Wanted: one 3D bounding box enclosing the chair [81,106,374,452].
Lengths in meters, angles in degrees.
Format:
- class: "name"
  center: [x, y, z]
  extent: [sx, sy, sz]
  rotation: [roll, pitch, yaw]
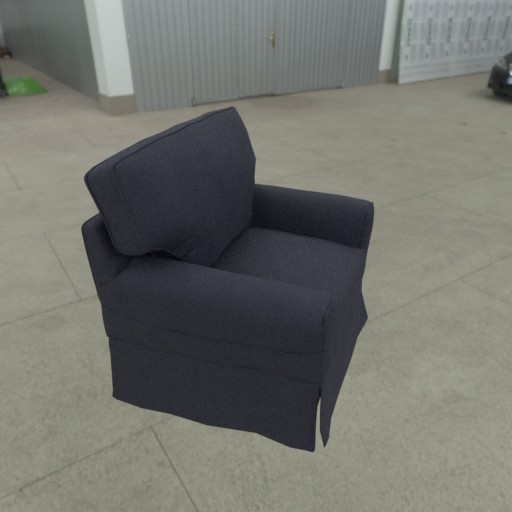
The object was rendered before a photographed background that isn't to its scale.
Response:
- class: "chair"
  center: [0.000, 0.000, 2.027]
  extent: [1.002, 1.140, 1.119]
  rotation: [11, 31, 18]
